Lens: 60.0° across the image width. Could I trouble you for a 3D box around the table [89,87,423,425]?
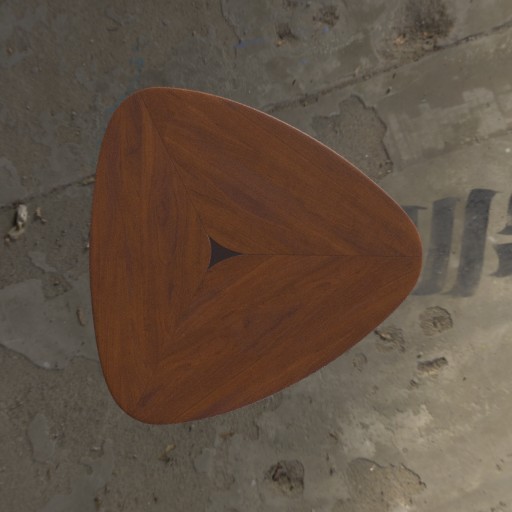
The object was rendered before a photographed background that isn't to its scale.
[{"bbox_3d":[0.000,0.000,1.295,0.821,0.413,0.833,0,90,0],"label":"table"}]
